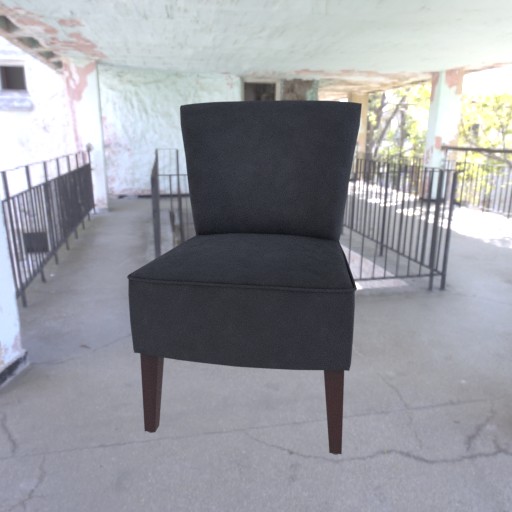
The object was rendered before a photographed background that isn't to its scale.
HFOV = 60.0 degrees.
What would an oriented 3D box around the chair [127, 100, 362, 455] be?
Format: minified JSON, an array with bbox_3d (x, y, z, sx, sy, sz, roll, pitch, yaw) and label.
[{"bbox_3d":[0.000,0.000,1.166,0.521,0.806,0.554,3,15,9],"label":"chair"}]
